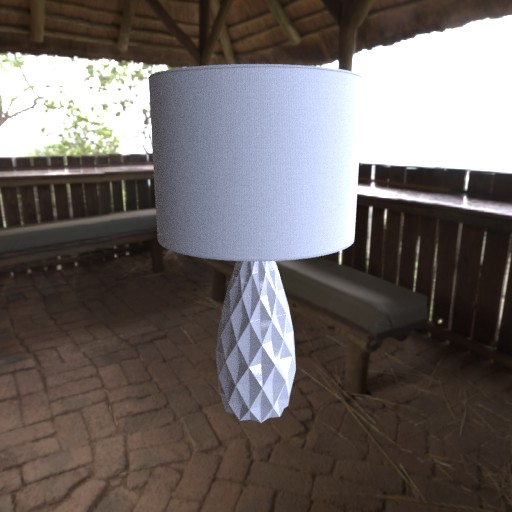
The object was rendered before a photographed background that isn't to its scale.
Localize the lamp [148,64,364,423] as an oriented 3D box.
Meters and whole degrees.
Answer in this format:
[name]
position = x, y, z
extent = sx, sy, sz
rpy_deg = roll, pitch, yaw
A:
[lamp]
position = 0.000, 0.000, 0.693
extent = 0.297, 0.522, 0.297
rpy_deg = 0, 15, 0
